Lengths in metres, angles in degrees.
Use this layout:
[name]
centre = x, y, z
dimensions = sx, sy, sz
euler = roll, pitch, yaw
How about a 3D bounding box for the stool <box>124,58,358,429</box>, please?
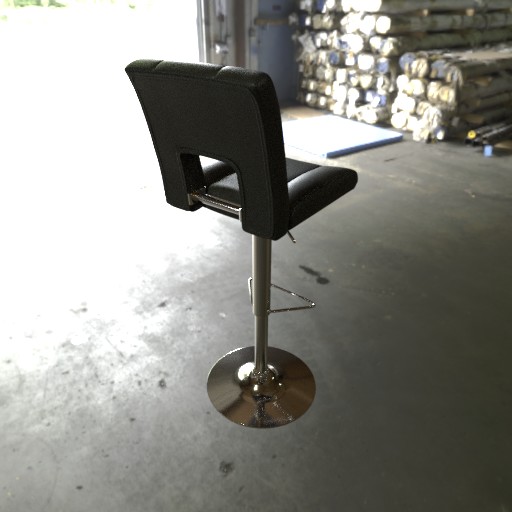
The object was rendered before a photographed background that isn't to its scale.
[stool]
centre = 0.000, 0.000, 1.374
dimensions = 0.415, 1.151, 0.520
euler = 21, 36, 31
